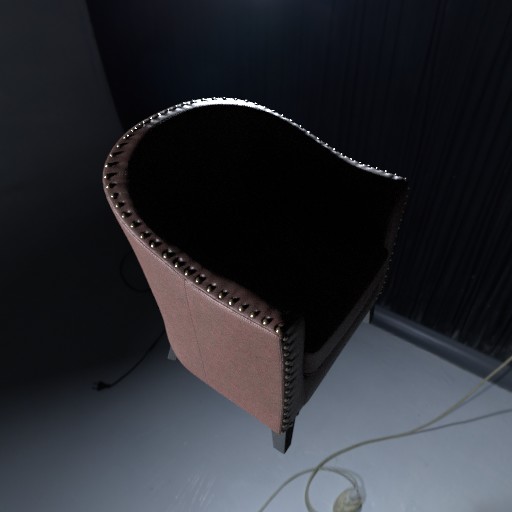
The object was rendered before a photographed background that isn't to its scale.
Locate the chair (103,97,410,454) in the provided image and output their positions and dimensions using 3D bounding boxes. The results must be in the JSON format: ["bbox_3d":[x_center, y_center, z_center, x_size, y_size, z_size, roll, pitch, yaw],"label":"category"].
[{"bbox_3d":[0.000,0.000,1.476,0.748,0.823,0.794,24,46,26],"label":"chair"}]
